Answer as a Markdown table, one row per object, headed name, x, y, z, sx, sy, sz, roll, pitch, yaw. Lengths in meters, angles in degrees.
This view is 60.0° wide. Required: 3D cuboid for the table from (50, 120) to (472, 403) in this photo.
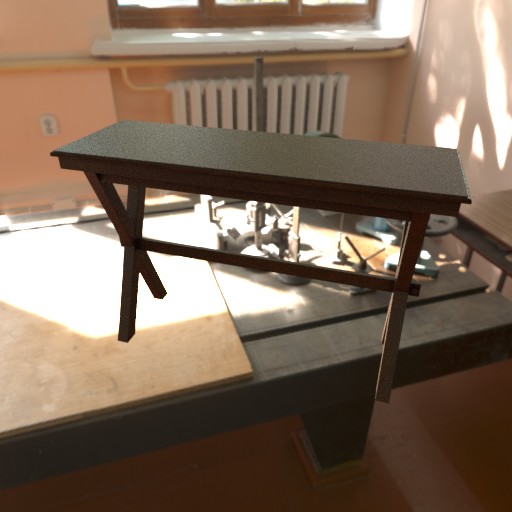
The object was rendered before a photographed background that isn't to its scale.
| name | x | y | z | sx | sy | sz | roll | pitch | yaw |
| --- | --- | --- | --- | --- | --- | --- | --- | --- | --- |
| table | 0.000 | 0.000 | 1.558 | 1.197 | 0.763 | 0.399 | 9 | 32 | 15 |
